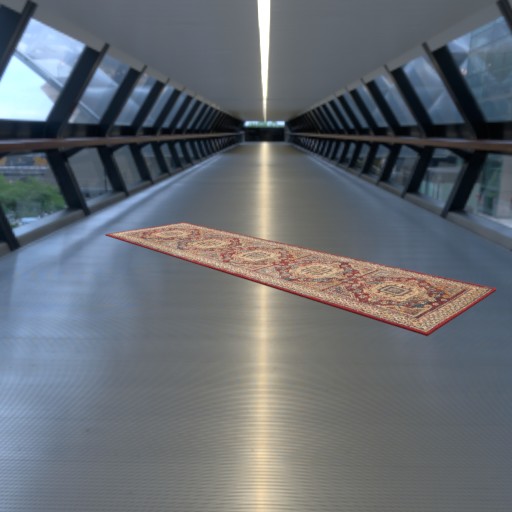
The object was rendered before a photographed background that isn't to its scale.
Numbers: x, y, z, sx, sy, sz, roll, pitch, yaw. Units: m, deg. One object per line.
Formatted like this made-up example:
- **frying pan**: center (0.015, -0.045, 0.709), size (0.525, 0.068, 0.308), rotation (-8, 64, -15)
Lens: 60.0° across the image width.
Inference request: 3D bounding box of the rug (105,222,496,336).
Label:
- **rug**: center (0.000, 0.000, 2.481), size (0.659, 0.015, 2.292), rotation (-14, 20, -43)
